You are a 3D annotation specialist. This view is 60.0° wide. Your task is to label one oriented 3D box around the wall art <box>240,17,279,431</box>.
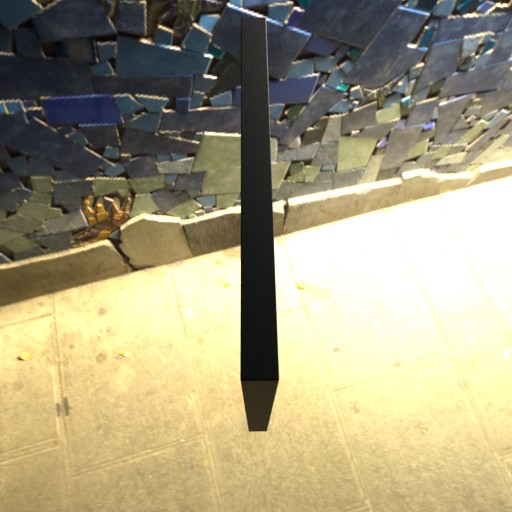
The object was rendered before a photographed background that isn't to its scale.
[{"bbox_3d":[0.000,0.000,0.745,0.036,0.508,0.508,-1,63,0],"label":"wall art"}]
